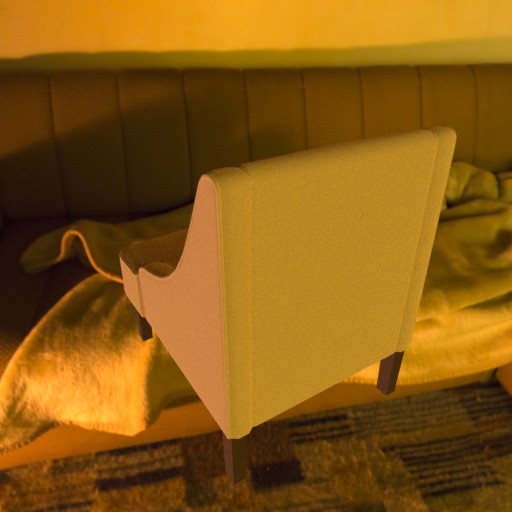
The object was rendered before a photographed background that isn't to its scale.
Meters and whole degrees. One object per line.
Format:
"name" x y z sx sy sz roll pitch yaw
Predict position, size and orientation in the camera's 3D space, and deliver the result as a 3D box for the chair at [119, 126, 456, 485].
"chair" 0.000 0.000 1.423 0.689 0.886 0.806 -18 34 -28
